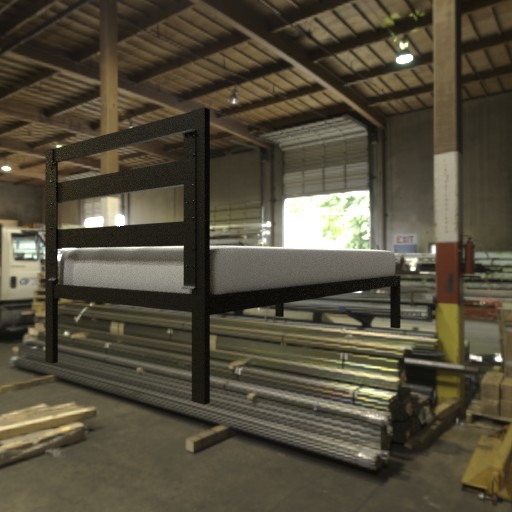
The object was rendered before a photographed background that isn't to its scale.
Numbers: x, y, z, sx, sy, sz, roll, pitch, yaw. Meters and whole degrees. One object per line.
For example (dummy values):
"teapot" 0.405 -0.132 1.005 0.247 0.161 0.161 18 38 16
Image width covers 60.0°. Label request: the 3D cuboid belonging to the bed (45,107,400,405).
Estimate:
"bed" 0.000 0.000 2.501 0.991 0.967 1.930 0 0 36
